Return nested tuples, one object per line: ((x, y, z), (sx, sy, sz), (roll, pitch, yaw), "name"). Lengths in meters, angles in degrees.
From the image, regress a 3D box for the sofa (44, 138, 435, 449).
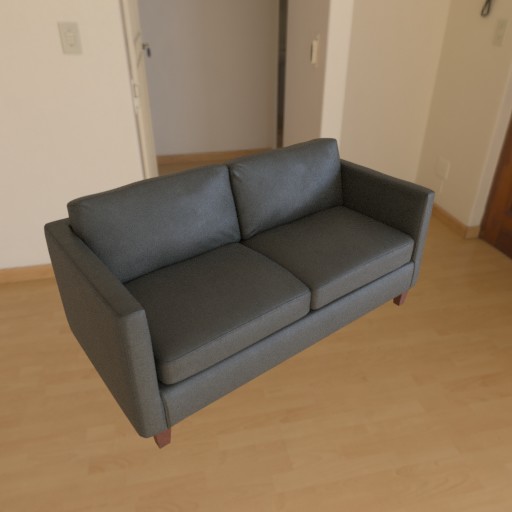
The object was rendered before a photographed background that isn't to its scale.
((0.000, 0.000, 2.430), (1.883, 0.933, 0.951), (-21, 37, -32), "sofa")
